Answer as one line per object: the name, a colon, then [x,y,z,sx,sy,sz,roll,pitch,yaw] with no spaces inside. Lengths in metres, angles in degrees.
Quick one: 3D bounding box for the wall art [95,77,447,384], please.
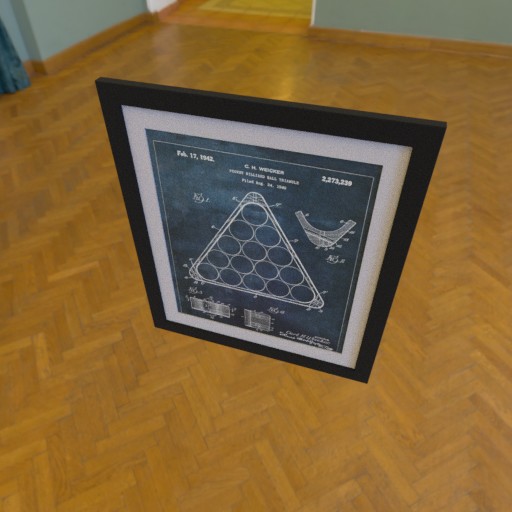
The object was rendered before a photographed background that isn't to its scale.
wall art: [0.000,0.000,0.500,0.311,0.361,0.010,12,44,13]
